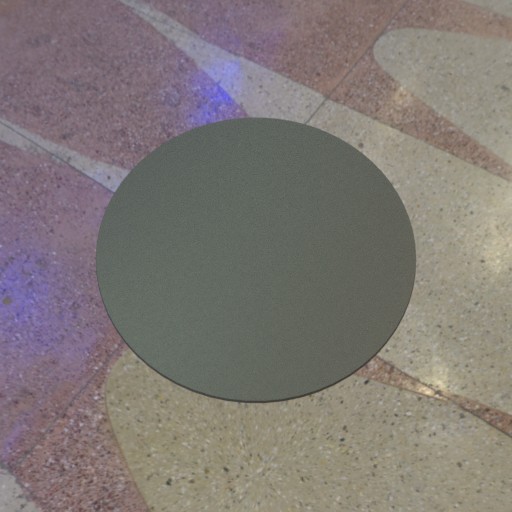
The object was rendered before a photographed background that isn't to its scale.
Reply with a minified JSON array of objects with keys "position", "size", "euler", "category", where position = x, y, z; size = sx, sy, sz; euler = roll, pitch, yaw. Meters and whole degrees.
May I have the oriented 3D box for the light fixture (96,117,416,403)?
[{"position":[0.000,0.000,0.557],"size":[0.368,0.100,0.368],"euler":[0,63,0],"category":"light fixture"}]
